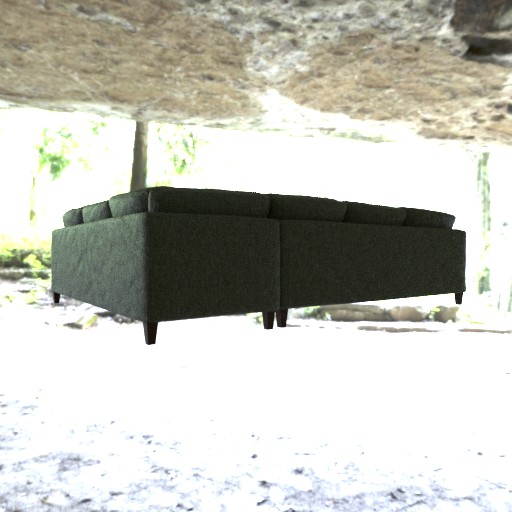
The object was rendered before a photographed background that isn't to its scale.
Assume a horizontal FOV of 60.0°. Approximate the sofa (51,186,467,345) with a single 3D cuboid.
[{"bbox_3d":[0.000,0.000,4.383,3.302,0.947,2.593,0,1,-36],"label":"sofa"}]
